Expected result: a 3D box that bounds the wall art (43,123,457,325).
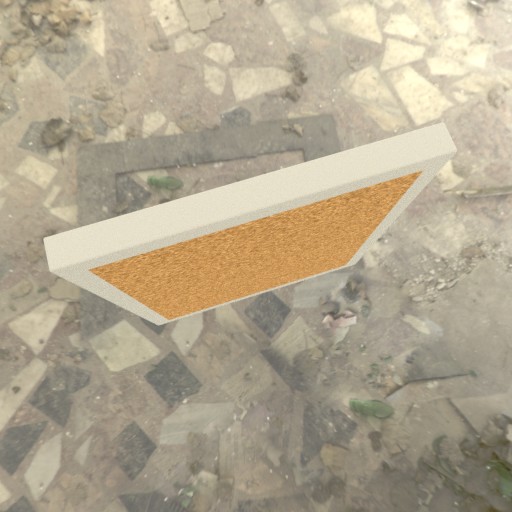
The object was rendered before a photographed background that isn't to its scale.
[{"bbox_3d":[0.000,0.000,0.529,0.331,0.381,0.028,-17,76,-4],"label":"wall art"}]
